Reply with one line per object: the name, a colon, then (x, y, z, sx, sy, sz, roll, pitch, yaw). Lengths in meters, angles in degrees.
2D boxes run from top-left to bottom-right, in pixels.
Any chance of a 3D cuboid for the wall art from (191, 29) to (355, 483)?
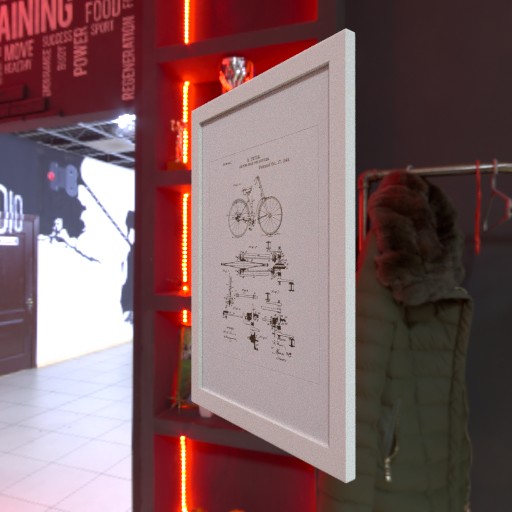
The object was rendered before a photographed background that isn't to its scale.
wall art: (0.000, 0.000, 0.601, 0.015, 0.477, 0.332, 0, 0, -37)
